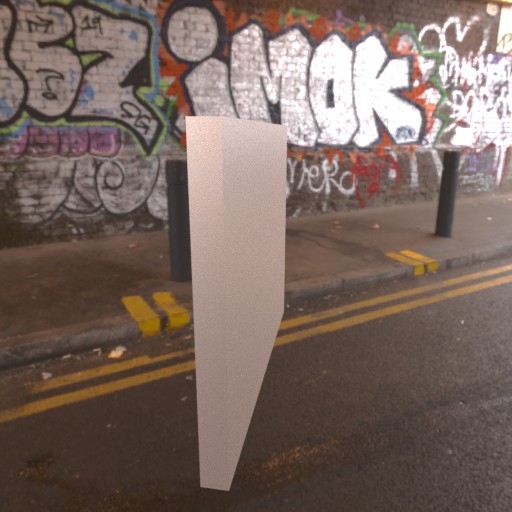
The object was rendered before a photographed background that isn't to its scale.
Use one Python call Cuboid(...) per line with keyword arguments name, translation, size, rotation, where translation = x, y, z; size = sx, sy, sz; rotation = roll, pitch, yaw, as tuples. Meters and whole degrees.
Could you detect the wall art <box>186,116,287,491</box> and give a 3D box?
Cuboid(name="wall art", translation=(0.000, 0.000, 1.393), size=(0.066, 0.801, 1.056), rotation=(3, 16, 10))
